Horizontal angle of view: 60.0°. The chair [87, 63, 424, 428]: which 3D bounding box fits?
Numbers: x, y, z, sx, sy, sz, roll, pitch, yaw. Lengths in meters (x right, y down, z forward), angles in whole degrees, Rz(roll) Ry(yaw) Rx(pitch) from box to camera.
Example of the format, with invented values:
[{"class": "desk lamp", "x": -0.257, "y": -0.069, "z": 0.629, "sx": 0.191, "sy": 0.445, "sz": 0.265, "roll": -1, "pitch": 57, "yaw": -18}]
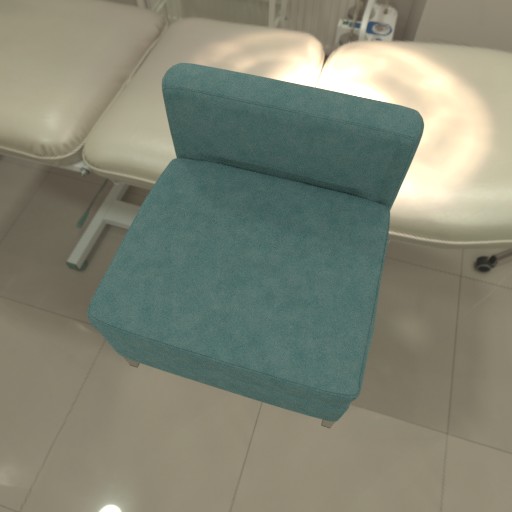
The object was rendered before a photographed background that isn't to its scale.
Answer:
[{"class": "chair", "x": 0.000, "y": 0.000, "z": 1.230, "sx": 0.684, "sy": 0.660, "sz": 0.685, "roll": 15, "pitch": 61, "yaw": 9}]
